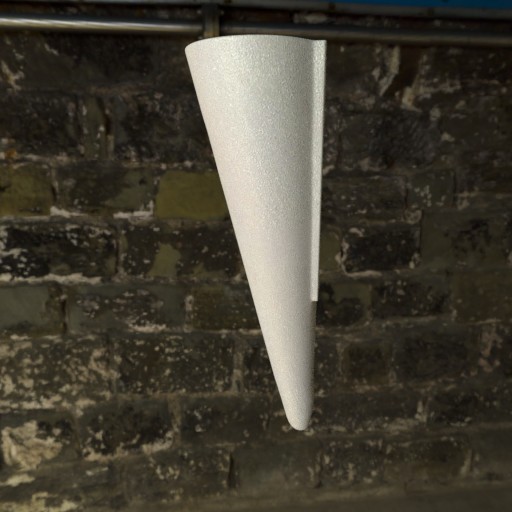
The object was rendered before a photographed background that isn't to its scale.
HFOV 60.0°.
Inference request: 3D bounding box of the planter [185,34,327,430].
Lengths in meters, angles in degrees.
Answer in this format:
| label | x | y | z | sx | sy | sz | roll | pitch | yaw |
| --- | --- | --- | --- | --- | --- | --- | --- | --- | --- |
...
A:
| label | x | y | z | sx | sy | sz | roll | pitch | yaw |
| --- | --- | --- | --- | --- | --- | --- | --- | --- | --- |
| planter | 0.000 | 0.000 | 0.223 | 0.064 | 0.191 | 0.057 | 2 | 13 | 8 |
